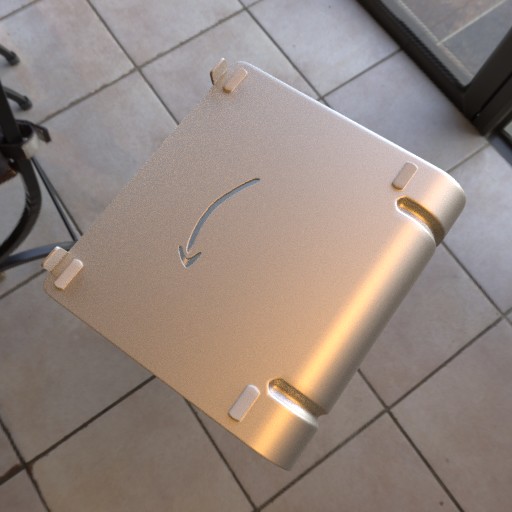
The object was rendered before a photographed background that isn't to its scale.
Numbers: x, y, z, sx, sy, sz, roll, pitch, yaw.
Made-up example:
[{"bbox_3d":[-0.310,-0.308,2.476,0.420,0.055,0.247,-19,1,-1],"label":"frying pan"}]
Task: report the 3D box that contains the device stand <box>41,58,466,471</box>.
[{"bbox_3d":[0.000,0.000,0.391,0.236,0.155,0.256,36,78,8],"label":"device stand"}]
